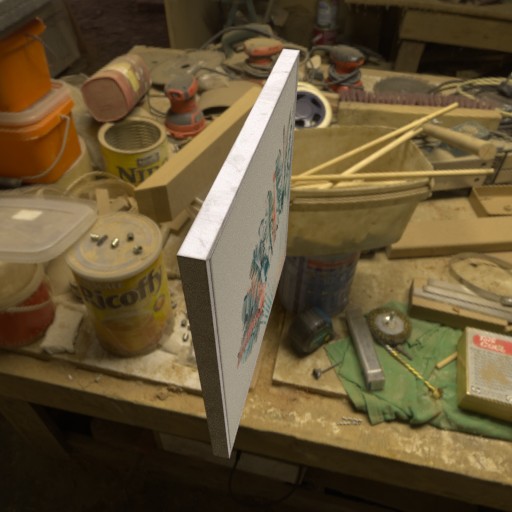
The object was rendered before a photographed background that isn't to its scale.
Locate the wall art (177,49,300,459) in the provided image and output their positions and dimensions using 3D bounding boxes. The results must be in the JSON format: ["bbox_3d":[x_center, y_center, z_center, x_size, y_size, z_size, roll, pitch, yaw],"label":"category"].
[{"bbox_3d":[0.000,0.000,0.768,0.029,0.506,0.508,10,47,10],"label":"wall art"}]
